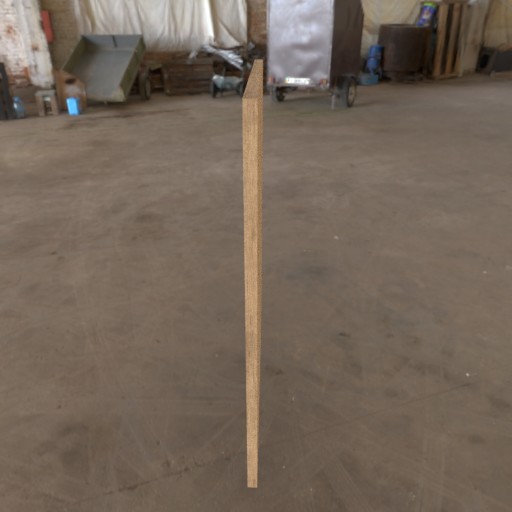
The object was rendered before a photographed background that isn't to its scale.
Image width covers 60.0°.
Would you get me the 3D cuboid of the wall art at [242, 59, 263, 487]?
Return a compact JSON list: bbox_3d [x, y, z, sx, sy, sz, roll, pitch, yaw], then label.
[{"bbox_3d":[0.000,0.000,0.893,0.018,0.686,0.534,1,28,1],"label":"wall art"}]
